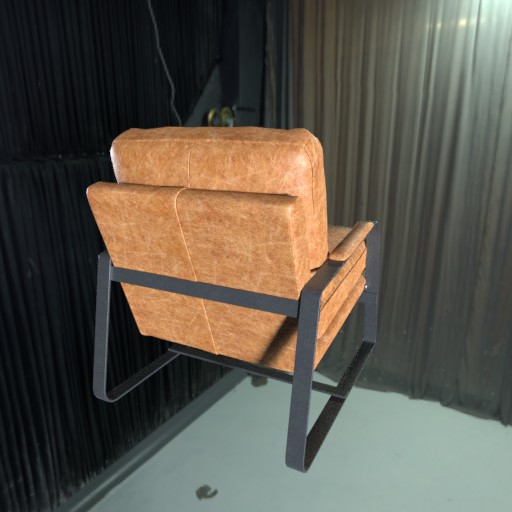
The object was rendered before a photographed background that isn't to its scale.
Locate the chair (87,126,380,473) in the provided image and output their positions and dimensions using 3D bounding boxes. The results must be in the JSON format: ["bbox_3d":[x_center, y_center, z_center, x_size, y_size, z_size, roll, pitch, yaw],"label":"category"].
[{"bbox_3d":[0.000,0.000,1.383,0.651,0.777,0.801,8,18,26],"label":"chair"}]
